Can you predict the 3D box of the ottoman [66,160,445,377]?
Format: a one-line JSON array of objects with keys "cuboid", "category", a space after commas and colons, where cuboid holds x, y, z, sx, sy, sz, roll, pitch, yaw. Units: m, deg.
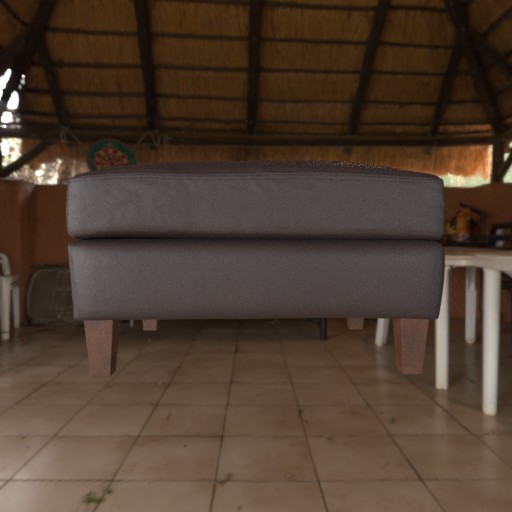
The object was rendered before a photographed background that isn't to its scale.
[{"cuboid": [0.000, 0.000, 1.293, 0.887, 0.529, 0.659, 0, 2, -1], "category": "ottoman"}]
